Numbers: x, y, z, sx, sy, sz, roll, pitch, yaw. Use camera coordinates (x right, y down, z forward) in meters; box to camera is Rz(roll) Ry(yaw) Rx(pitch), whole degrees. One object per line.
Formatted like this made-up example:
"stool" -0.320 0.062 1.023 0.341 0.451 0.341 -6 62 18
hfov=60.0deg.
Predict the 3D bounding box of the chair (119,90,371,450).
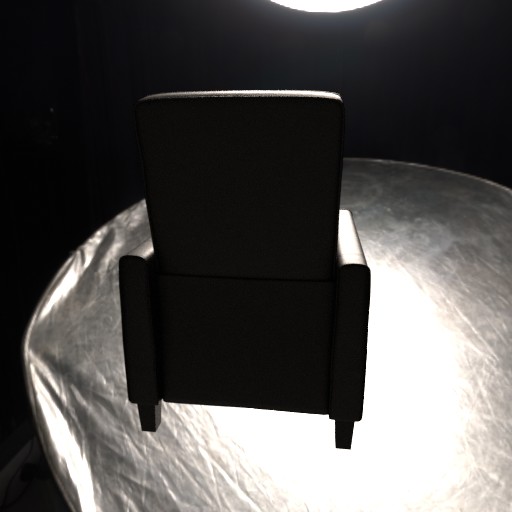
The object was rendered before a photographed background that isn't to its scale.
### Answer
"chair" 0.000 0.000 1.519 0.705 1.013 0.746 2 16 7
